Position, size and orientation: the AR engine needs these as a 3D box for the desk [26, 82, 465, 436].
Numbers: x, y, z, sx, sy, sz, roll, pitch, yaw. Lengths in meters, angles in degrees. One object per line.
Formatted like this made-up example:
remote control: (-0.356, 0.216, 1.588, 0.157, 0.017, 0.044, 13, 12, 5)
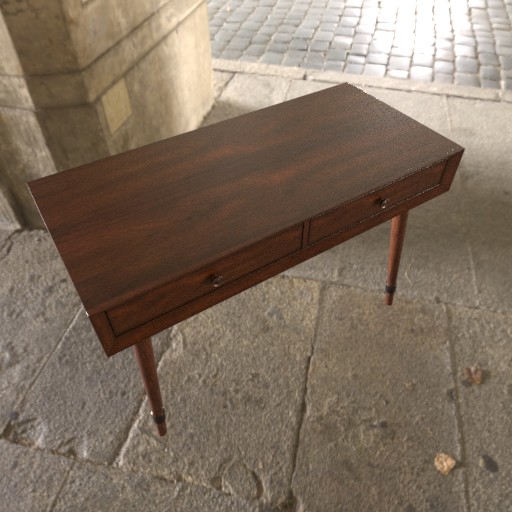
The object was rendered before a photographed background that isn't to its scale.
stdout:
desk: (0.000, 0.000, 2.110, 1.577, 1.031, 0.734, -25, 51, -22)
